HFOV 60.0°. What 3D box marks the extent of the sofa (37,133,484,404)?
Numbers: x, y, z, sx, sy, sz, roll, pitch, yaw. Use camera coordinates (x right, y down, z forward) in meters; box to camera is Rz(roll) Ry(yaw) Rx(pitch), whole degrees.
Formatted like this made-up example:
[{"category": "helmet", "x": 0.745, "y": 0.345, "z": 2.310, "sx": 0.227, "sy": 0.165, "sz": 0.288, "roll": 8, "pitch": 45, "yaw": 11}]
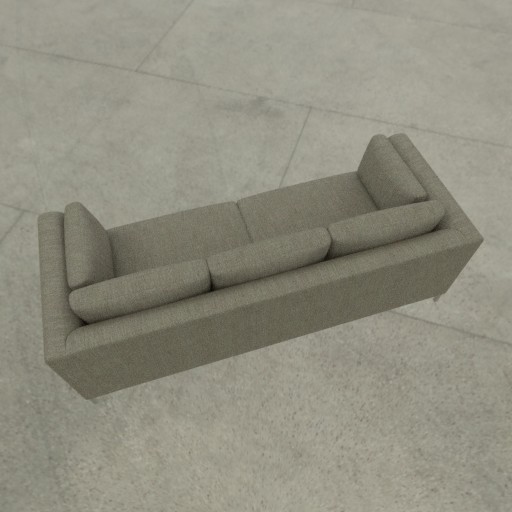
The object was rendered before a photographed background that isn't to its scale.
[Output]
[{"category": "sofa", "x": 0.000, "y": 0.000, "z": 2.819, "sx": 2.415, "sy": 0.867, "sz": 0.969, "roll": -15, "pitch": 57, "yaw": -10}]
